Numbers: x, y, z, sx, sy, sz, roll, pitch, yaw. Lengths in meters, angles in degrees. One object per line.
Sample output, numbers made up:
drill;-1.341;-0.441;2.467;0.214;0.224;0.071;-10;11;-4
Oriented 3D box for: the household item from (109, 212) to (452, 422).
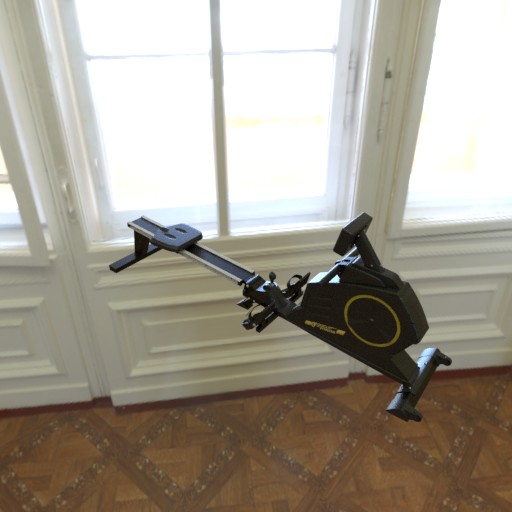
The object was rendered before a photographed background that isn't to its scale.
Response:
household item;0.000;0.000;2.589;2.251;0.810;0.521;21;37;31
